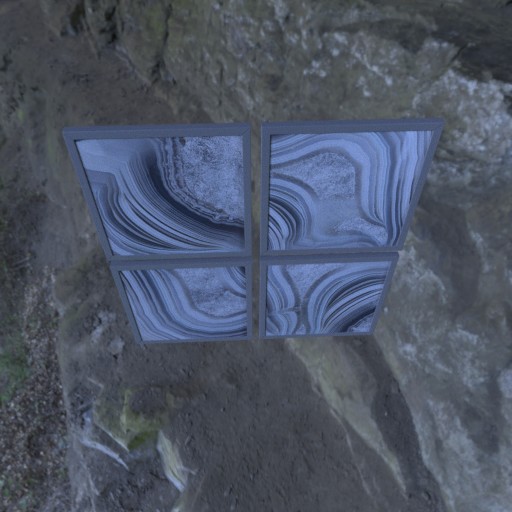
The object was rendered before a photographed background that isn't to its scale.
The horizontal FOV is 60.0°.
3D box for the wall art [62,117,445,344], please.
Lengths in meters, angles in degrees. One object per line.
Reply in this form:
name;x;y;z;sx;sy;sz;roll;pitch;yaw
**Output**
wall art;0.000;0.000;1.706;1.118;1.118;0.029;-2;46;-2
